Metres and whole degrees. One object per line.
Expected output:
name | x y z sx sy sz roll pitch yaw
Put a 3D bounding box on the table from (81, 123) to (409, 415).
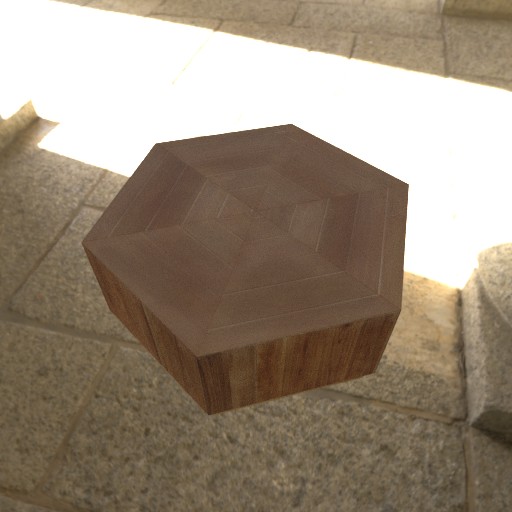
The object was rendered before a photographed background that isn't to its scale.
table | 0.000 0.000 1.682 1.154 0.456 1.000 -11 49 -10
